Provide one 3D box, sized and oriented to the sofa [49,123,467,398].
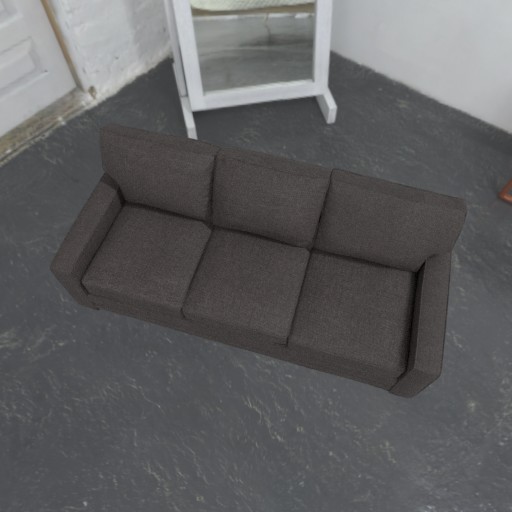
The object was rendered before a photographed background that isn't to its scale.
[{"bbox_3d":[0.000,0.000,2.853,2.369,0.978,1.004,14,61,8],"label":"sofa"}]
